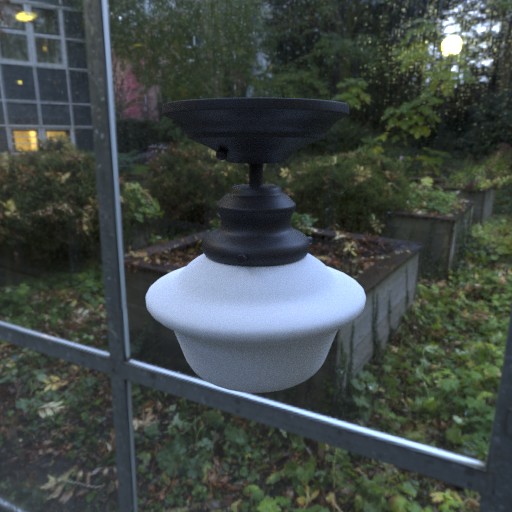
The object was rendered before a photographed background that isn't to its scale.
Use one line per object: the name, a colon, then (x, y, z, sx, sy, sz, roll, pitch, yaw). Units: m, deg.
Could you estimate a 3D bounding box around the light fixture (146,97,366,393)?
light fixture: (0.000, 0.000, 0.397, 0.197, 0.254, 0.197, 0, 14, 0)
